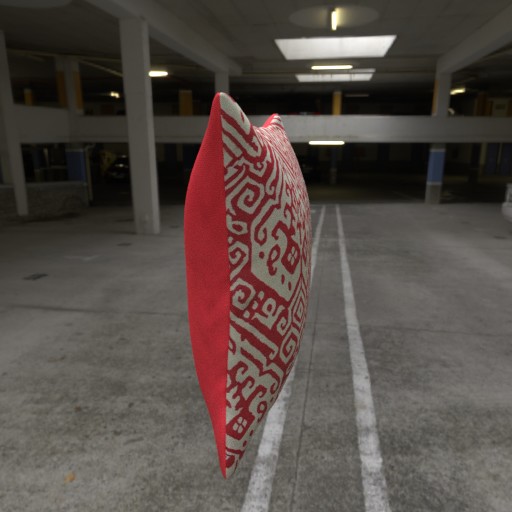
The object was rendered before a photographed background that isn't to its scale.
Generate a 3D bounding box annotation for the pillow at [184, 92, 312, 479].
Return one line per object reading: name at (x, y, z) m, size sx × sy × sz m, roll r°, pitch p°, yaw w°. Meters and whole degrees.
pillow at (0.000, 0.000, 0.789) m, size 0.192 × 0.507 × 0.522 m, roll 2°, pitch 15°, yaw 9°
